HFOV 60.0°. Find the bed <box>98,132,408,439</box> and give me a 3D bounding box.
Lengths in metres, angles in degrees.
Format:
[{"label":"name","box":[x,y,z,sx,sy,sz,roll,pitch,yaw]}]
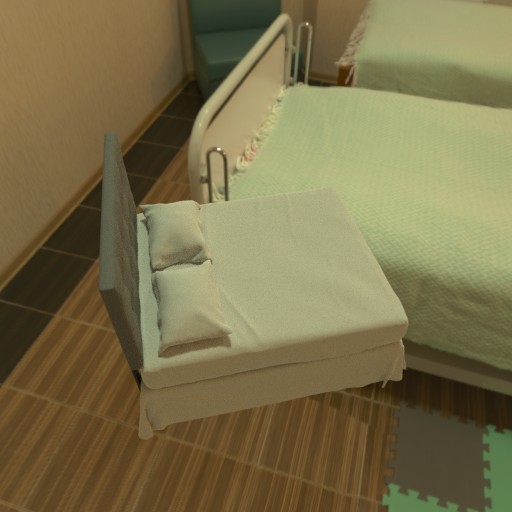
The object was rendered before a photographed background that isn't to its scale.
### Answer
[{"label":"bed","box":[0.000,0.000,3.588,2.222,1.577,1.936,-9,47,-8]}]
